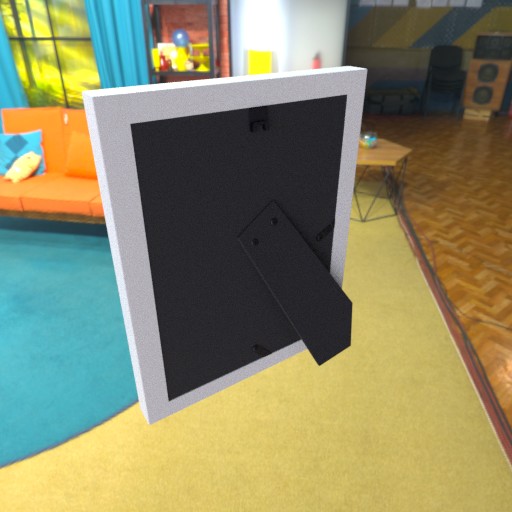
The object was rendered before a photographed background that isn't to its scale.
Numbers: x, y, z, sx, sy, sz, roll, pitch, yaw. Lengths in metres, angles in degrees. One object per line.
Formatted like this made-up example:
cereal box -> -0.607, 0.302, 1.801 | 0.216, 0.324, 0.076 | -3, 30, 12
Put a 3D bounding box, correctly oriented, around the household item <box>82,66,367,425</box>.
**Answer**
household item -> 0.000, 0.000, 0.336 | 0.200, 0.250, 0.045 | -18, 34, -29
